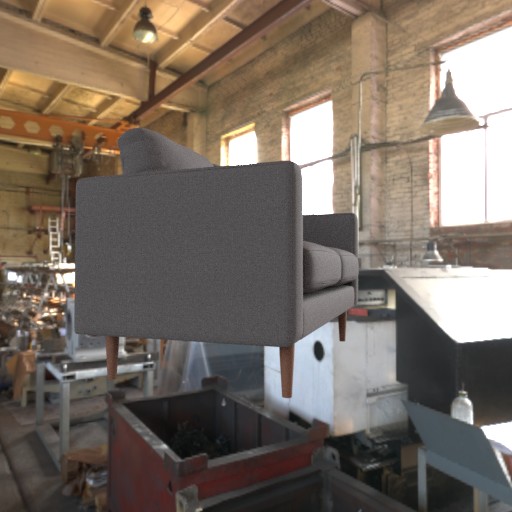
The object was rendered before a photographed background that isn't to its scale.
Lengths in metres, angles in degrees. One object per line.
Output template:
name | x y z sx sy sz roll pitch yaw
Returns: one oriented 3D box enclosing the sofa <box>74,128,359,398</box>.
sofa | 0.000 0.000 2.015 0.796 0.908 1.430 0 -1 20
